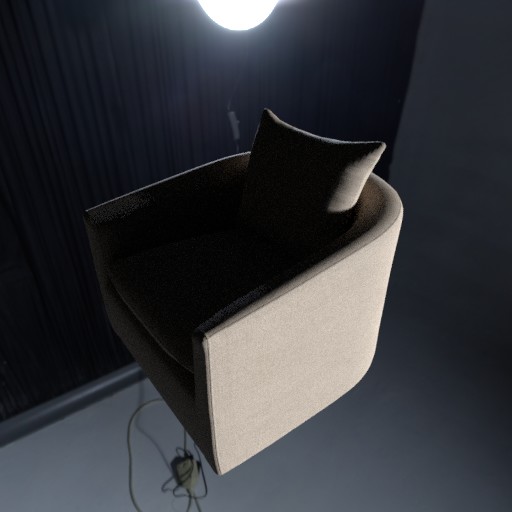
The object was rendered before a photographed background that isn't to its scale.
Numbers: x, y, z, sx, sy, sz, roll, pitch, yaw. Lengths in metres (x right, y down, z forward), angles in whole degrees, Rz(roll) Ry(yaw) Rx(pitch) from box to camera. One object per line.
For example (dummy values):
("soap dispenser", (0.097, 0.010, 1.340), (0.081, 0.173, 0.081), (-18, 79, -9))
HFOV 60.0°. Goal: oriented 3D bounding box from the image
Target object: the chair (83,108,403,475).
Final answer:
("chair", (0.000, 0.000, 1.567), (0.910, 0.848, 0.845), (-21, 37, -31))
